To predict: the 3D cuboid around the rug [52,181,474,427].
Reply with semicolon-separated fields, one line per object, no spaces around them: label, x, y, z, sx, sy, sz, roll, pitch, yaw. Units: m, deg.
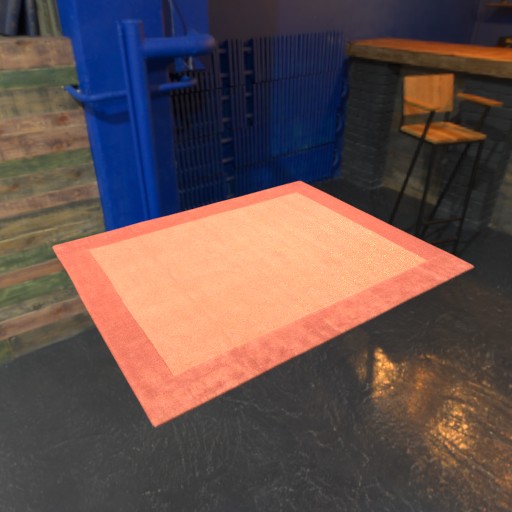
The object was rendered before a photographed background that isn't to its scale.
rug;0.000;0.000;3.998;2.976;0.018;2.430;-19;36;-29
